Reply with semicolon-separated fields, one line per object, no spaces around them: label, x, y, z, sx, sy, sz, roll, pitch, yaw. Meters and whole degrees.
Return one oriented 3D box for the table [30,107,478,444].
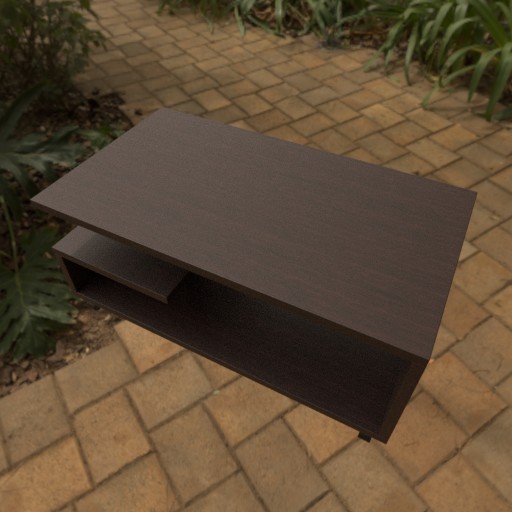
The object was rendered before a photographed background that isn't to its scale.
table;0.000;0.000;1.354;1.050;0.460;0.590;20;49;19
